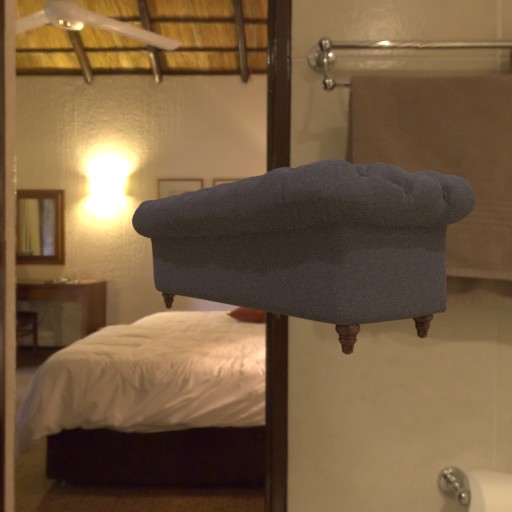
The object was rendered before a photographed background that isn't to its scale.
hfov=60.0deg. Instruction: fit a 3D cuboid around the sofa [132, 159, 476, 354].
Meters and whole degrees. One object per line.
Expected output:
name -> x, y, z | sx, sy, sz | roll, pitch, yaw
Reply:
sofa -> 0.000, 0.000, 2.807 | 1.046, 0.836, 2.335 | 0, 1, -35
